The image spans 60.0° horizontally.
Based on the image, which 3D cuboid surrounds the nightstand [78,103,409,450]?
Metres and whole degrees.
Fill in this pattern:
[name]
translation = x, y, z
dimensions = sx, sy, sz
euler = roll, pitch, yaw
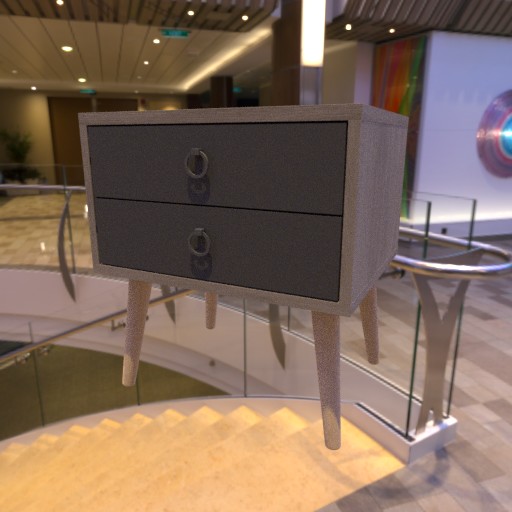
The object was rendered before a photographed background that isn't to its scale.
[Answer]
[nightstand]
translation = 0.000, 0.000, 0.825
dimensions = 0.450, 0.500, 0.380
euler = 7, 16, 25
